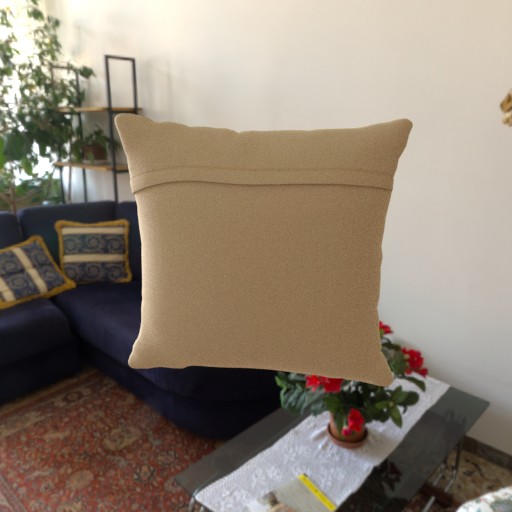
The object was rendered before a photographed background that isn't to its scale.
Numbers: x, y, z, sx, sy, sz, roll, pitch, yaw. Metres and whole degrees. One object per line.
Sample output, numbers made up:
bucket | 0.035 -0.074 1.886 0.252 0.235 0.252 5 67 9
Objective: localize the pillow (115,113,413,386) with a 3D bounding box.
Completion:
pillow | 0.000 0.000 0.824 0.536 0.506 0.229 2 17 7
